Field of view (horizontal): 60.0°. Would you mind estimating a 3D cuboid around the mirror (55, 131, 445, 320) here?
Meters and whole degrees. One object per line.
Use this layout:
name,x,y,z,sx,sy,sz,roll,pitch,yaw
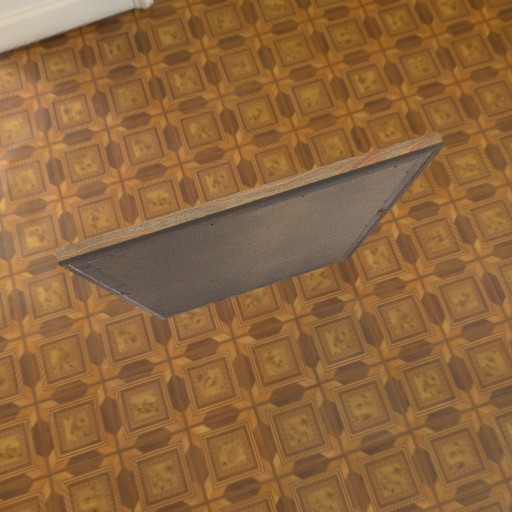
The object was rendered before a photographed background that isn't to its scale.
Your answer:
mirror,0.000,0.000,1.228,0.730,0.882,0.032,-18,76,-4
